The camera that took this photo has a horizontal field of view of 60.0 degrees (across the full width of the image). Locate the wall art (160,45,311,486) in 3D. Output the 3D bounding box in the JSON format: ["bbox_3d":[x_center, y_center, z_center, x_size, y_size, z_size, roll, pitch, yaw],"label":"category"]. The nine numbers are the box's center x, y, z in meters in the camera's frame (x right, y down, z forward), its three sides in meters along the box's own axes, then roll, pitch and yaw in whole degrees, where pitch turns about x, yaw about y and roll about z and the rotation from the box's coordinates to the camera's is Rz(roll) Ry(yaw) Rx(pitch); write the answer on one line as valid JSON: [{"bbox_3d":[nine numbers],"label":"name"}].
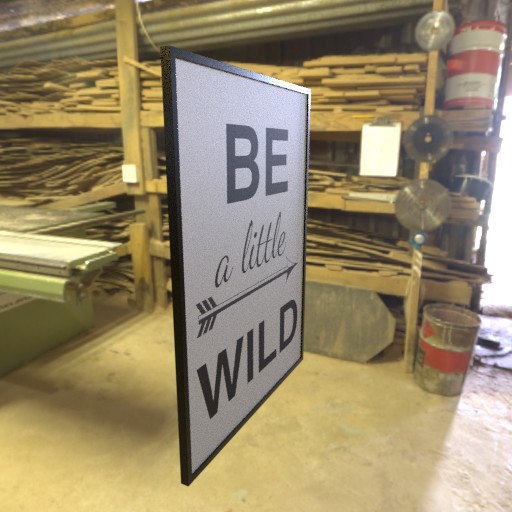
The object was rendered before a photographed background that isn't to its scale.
[{"bbox_3d":[0.000,0.000,0.758,0.013,0.582,0.442,7,15,27],"label":"wall art"}]
